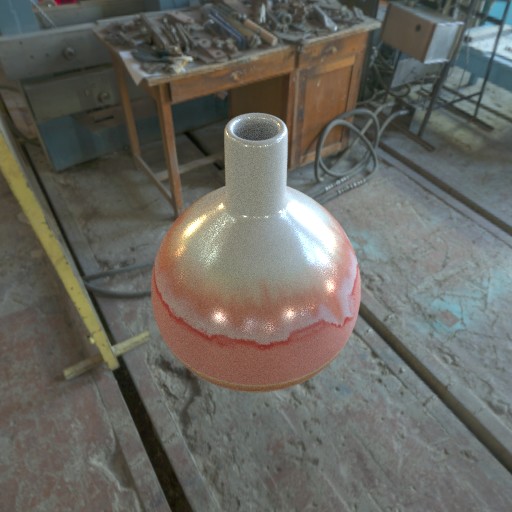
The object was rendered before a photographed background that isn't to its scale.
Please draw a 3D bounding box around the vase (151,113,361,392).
[{"bbox_3d":[0.000,0.000,0.274,0.137,0.176,0.137,0,46,0],"label":"vase"}]
